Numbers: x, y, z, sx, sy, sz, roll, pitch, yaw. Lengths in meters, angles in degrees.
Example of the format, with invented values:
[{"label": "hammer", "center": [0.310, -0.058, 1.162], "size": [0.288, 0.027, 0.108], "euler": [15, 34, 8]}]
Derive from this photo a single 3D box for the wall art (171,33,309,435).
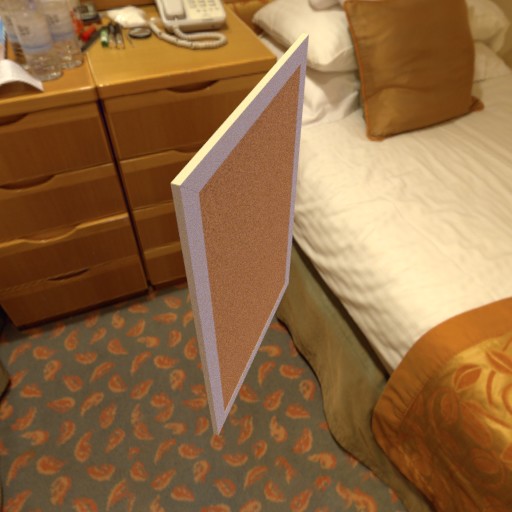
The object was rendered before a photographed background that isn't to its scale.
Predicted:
[{"label": "wall art", "center": [0.000, 0.000, 0.849], "size": [0.011, 0.659, 0.454], "euler": [16, 49, 15]}]
